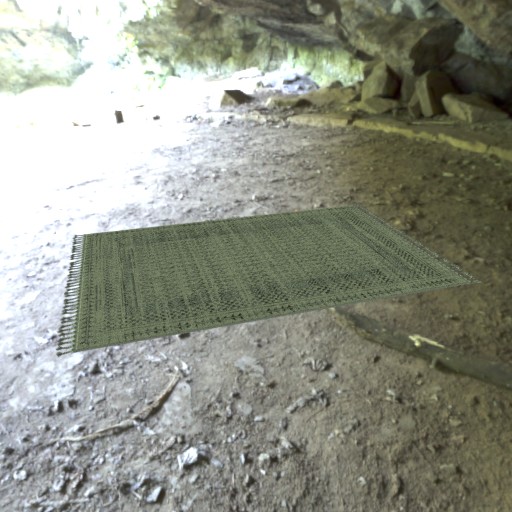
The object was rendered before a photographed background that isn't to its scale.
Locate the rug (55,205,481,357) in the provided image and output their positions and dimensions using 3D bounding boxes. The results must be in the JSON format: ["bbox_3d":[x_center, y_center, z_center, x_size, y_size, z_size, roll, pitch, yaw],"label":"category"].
[{"bbox_3d":[0.000,0.000,3.083,2.486,0.013,1.548,-8,27,-15],"label":"rug"}]
